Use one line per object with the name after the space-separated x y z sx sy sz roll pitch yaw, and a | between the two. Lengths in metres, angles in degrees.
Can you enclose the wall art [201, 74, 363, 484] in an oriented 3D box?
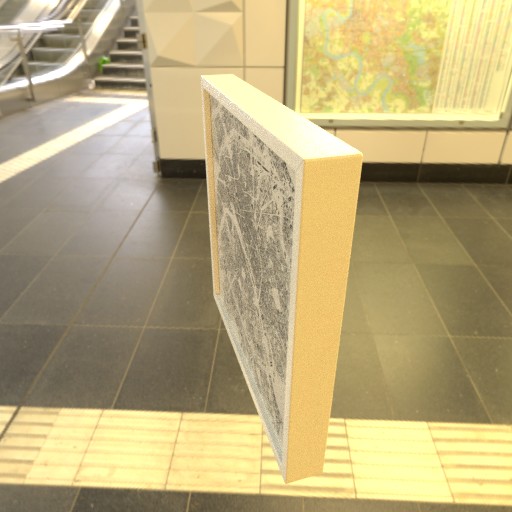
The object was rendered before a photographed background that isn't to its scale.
0.000 0.000 0.454 0.038 0.305 0.305 -9 32 -15 | wall art
